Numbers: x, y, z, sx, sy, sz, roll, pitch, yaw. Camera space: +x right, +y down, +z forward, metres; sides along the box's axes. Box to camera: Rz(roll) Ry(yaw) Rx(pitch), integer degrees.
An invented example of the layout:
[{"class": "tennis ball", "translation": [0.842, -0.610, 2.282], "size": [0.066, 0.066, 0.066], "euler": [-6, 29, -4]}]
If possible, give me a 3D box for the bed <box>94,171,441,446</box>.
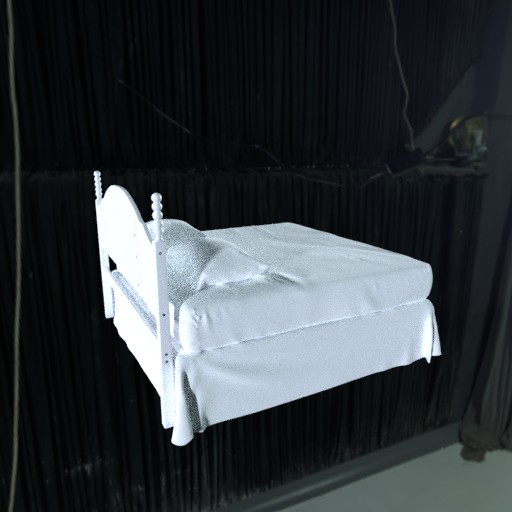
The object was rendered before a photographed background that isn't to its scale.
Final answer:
[{"class": "bed", "translation": [0.000, 0.000, 3.703], "size": [2.219, 1.355, 2.322], "euler": [-8, 17, -27]}]
